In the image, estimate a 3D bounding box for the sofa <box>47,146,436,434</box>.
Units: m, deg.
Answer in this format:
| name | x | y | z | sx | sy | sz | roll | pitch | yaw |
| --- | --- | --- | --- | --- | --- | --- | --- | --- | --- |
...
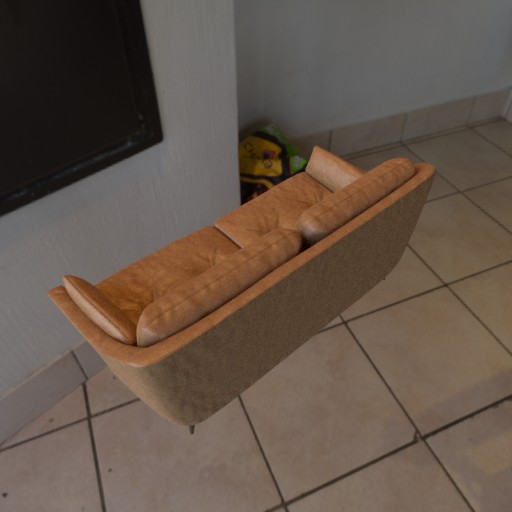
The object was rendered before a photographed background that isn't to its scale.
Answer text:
| name | x | y | z | sx | sy | sz | roll | pitch | yaw |
| --- | --- | --- | --- | --- | --- | --- | --- | --- | --- |
| sofa | 0.000 | 0.000 | 2.367 | 1.902 | 0.839 | 0.904 | -32 | 54 | -28 |
